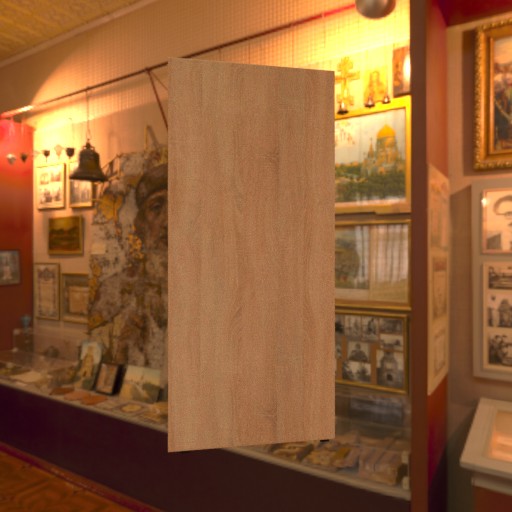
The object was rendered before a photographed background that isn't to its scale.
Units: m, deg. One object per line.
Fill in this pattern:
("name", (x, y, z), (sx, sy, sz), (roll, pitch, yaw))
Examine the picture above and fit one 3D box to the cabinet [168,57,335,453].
("cabinet", (0.000, 0.000, 2.846), (1.094, 2.120, 1.327), (0, 0, 34))
